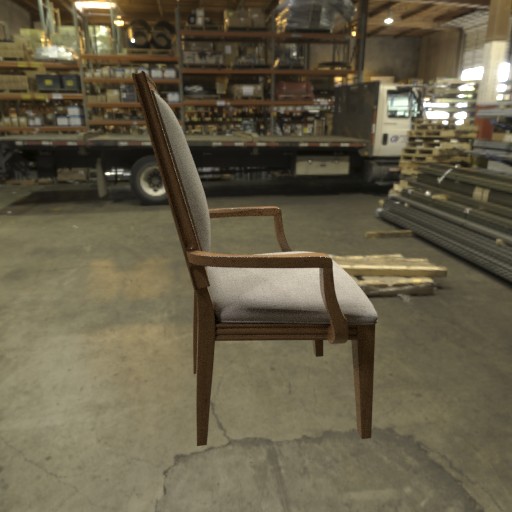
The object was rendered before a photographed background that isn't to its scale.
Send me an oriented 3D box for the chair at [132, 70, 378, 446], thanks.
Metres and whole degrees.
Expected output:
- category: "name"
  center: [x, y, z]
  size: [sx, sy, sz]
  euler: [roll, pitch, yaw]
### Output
- category: "chair"
  center: [0.000, 0.000, 1.331]
  size: [0.602, 0.990, 0.606]
  euler: [-3, 18, -9]
